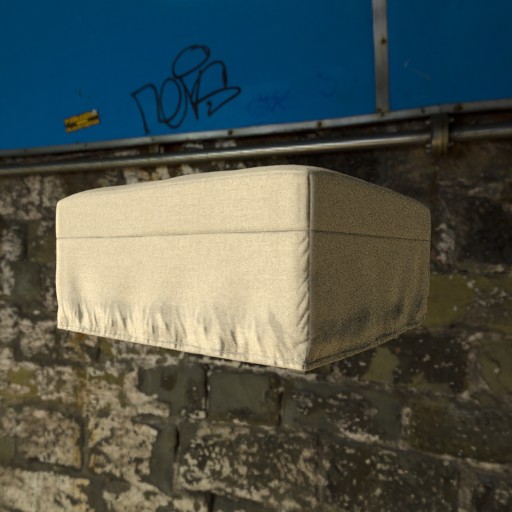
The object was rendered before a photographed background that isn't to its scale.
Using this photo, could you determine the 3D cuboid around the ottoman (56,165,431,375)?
[{"bbox_3d":[0.000,0.000,1.348,0.843,0.436,0.840,0,0,36],"label":"ottoman"}]
